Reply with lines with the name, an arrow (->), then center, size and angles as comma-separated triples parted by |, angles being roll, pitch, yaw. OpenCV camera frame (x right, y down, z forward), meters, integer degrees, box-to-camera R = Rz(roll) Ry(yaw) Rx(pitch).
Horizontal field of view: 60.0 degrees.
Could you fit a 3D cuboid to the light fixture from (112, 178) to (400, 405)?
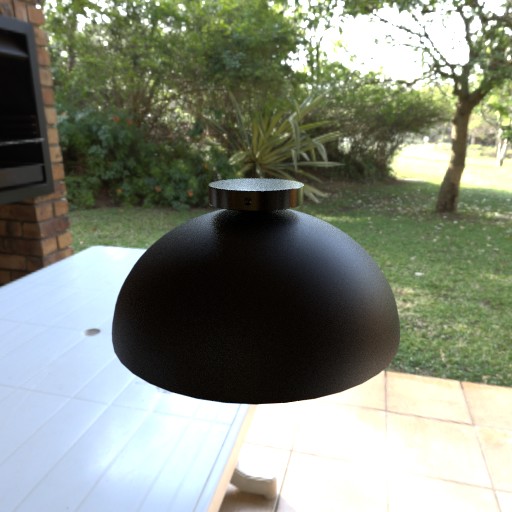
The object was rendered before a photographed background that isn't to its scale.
light fixture -> 0.000, 0.000, 0.547 | 0.355, 0.177, 0.355 | 0, 16, 0
